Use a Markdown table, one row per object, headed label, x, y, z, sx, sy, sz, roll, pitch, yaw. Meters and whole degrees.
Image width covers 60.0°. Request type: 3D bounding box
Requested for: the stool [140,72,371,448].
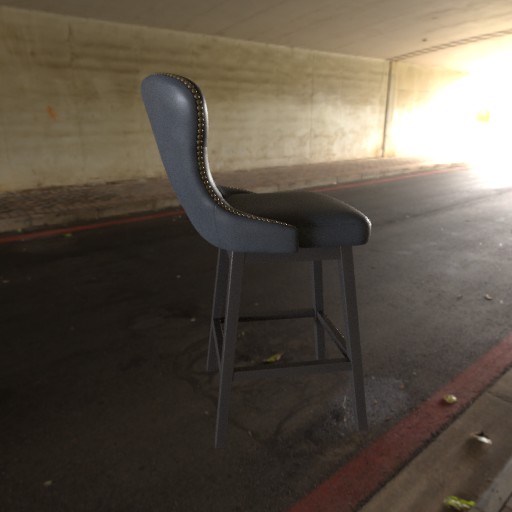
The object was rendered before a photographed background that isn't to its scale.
| label | x | y | z | sx | sy | sz | roll | pitch | yaw |
| --- | --- | --- | --- | --- | --- | --- | --- | --- | --- |
| stool | 0.000 | 0.000 | 1.309 | 0.593 | 0.971 | 0.528 | -3 | 17 | -9 |
